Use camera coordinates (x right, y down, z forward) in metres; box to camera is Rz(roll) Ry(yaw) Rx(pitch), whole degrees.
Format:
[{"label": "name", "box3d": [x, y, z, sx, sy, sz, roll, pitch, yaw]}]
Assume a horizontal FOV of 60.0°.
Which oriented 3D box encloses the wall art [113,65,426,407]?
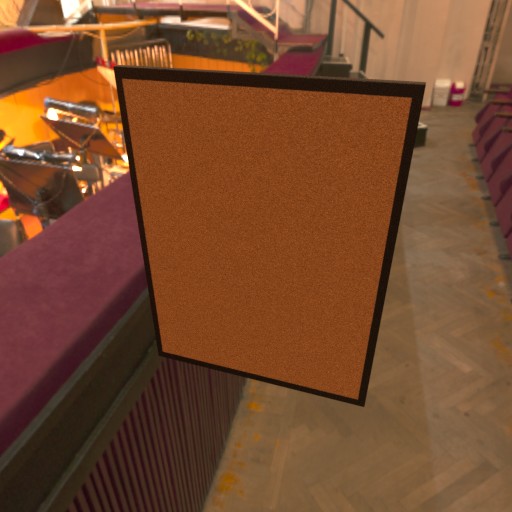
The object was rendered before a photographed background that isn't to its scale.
[{"label": "wall art", "box3d": [0.000, 0.000, 1.332, 0.774, 1.027, 0.030, 10, 33, 15]}]
